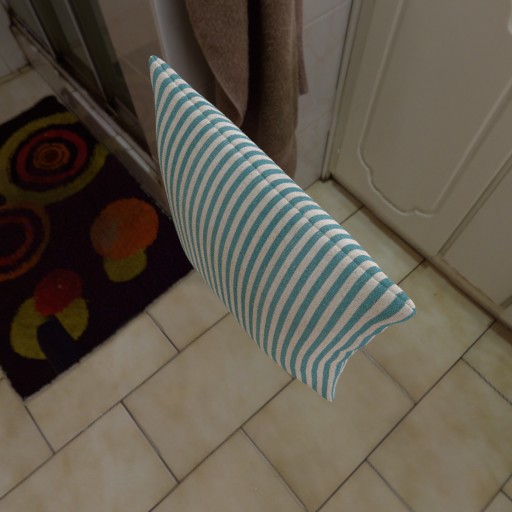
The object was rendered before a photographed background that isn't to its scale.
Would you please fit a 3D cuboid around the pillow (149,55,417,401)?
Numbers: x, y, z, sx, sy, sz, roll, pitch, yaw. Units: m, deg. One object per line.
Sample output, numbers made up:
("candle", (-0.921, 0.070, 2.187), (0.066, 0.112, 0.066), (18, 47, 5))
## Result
("pillow", (0.000, 0.000, 0.782), (0.166, 0.510, 0.523), (-35, 68, -17))
